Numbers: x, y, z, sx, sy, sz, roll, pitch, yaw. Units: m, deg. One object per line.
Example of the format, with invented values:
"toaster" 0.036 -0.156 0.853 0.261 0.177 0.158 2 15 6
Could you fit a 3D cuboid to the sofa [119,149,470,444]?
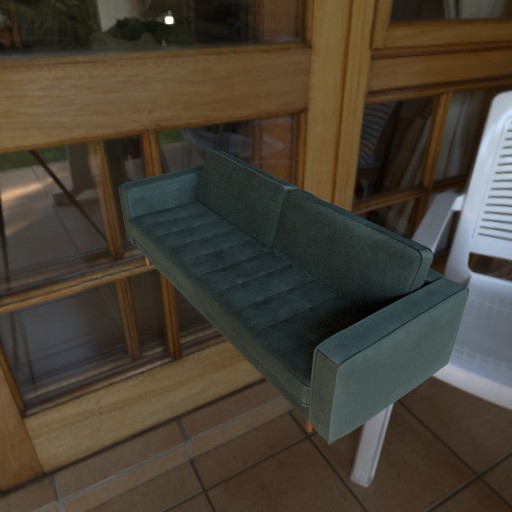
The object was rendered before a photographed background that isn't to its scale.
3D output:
"sofa" 0.000 0.000 2.667 0.886 0.781 2.214 -20 36 -30
